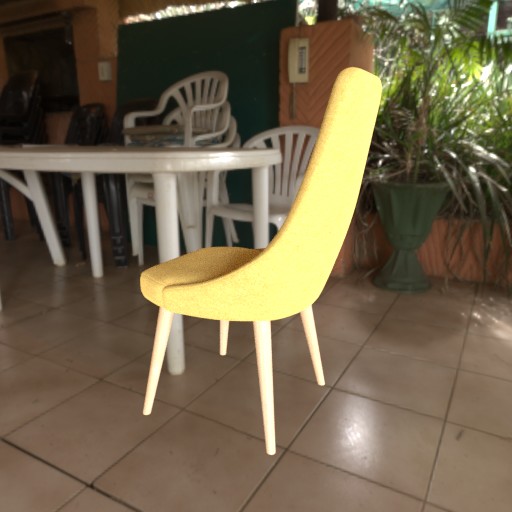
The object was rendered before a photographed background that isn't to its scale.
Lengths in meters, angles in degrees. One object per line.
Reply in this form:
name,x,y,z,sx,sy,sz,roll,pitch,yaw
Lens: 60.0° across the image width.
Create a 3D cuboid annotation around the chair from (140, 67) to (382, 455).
chair,0.000,0.000,1.392,0.660,1.040,0.510,8,17,27
